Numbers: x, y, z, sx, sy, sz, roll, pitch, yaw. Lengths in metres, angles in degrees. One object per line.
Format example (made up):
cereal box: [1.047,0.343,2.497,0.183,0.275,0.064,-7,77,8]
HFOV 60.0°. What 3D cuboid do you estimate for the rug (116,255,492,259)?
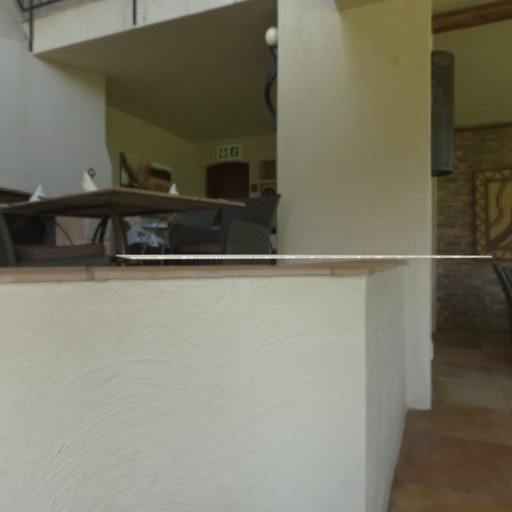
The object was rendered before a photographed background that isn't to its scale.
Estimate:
rug: [0.000,0.000,3.904,2.286,0.013,2.894,0,0,-19]
